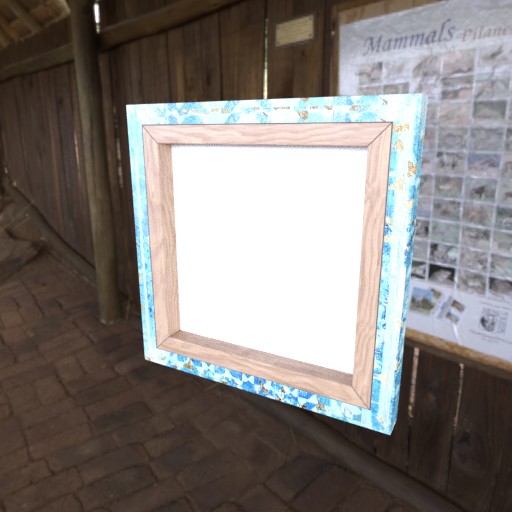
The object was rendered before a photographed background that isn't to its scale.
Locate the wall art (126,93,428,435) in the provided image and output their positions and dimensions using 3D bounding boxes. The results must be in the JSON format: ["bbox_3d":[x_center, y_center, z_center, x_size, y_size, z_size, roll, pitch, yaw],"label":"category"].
[{"bbox_3d":[0.000,0.000,0.612,0.405,0.405,0.037,8,18,28],"label":"wall art"}]
